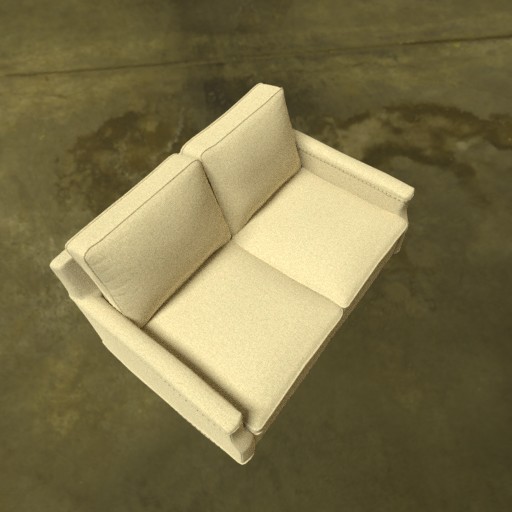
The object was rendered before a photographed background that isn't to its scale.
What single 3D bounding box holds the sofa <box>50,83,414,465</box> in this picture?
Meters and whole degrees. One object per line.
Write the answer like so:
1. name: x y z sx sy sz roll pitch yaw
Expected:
1. sofa: 0.000 0.000 2.307 1.084 1.003 1.597 33 63 19
